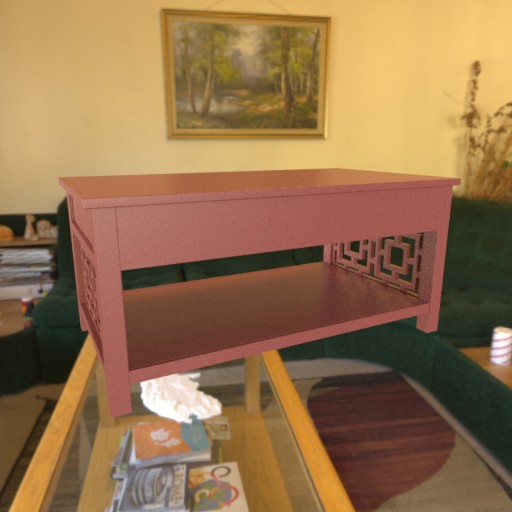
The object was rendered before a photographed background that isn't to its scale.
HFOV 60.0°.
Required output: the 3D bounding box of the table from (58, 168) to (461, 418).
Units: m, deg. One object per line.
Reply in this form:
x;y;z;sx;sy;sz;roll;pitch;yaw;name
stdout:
0.000;0.000;1.414;1.068;0.493;0.612;-7;16;-27;table
